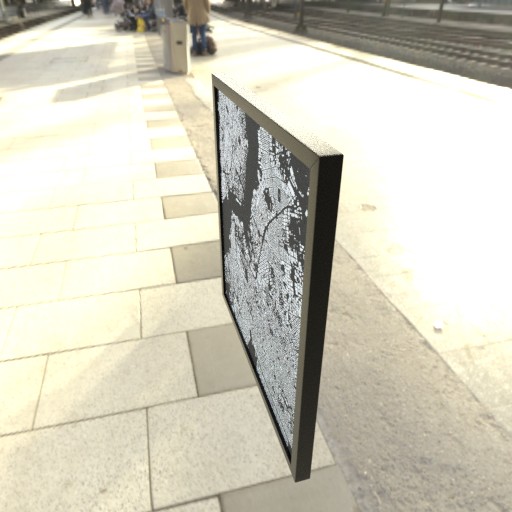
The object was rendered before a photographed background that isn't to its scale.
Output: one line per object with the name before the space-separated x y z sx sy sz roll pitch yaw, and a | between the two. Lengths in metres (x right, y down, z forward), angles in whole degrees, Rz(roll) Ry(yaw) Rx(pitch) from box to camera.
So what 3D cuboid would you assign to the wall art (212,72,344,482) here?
wall art | 0.000 0.000 1.124 0.038 0.761 0.755 -9 32 -14
